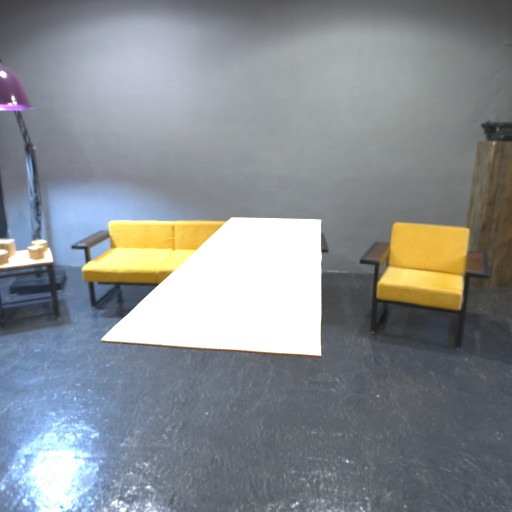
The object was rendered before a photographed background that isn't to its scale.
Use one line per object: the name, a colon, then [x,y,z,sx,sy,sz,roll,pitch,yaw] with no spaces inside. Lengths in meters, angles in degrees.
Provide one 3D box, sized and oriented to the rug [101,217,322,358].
rug: [0.000,0.000,2.698,0.793,0.014,2.450,2,16,8]
